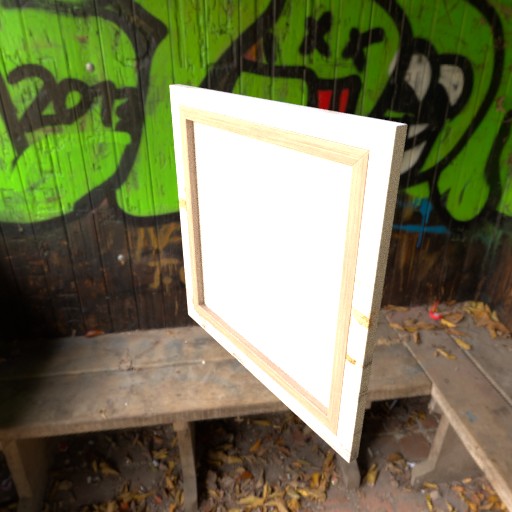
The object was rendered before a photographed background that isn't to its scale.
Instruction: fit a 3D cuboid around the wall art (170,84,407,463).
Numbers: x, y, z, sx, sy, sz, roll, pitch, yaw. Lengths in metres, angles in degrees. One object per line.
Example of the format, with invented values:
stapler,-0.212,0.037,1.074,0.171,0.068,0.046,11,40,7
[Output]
wall art,0.000,0.000,1.513,0.040,1.018,1.015,-19,32,-32
